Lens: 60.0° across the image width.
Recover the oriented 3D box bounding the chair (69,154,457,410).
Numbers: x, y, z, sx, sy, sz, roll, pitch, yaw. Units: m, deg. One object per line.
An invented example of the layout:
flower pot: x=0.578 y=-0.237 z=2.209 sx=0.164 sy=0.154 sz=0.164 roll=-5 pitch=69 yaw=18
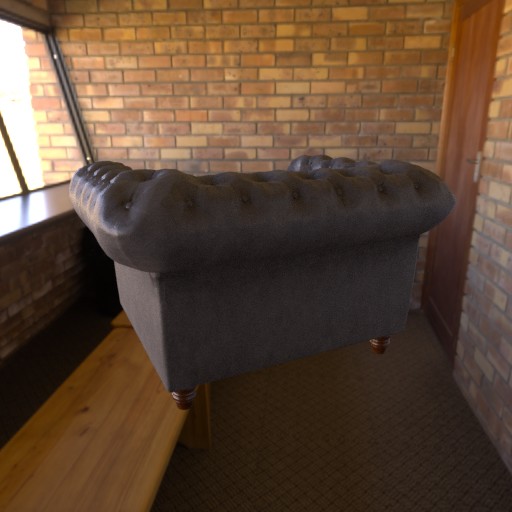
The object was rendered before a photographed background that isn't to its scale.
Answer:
chair: x=0.000 y=0.000 z=1.804 sx=1.298 sy=0.780 sz=0.943 roll=-8 pitch=18 yaw=-25
